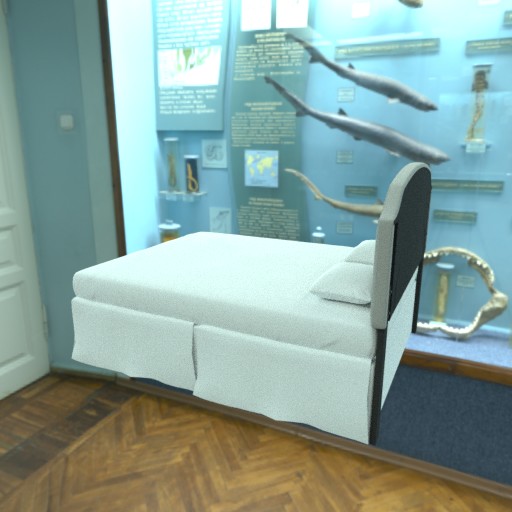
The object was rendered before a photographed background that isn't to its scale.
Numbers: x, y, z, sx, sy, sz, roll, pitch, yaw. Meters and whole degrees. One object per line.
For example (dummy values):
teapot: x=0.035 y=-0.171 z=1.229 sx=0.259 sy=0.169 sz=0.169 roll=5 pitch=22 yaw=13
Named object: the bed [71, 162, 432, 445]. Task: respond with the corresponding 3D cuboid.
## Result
bed: x=0.000 y=0.000 z=2.981 sx=1.999 sy=1.270 sz=1.558 roll=7 pitch=16 yaw=26
